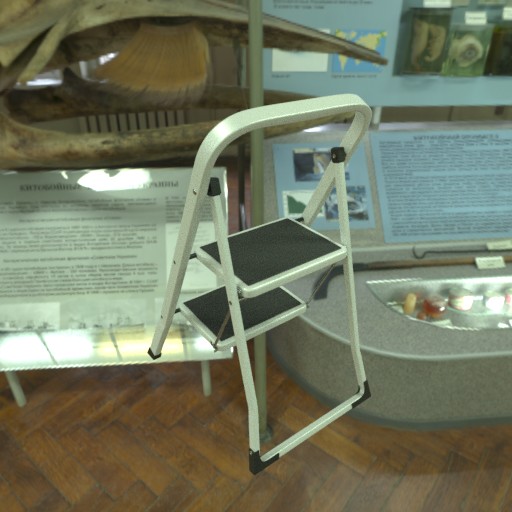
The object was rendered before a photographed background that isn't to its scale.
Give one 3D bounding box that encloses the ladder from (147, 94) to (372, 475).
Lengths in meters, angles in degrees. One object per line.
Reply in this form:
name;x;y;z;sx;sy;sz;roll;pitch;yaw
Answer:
ladder;0.000;0.000;1.132;0.460;0.810;0.544;-20;36;-31
